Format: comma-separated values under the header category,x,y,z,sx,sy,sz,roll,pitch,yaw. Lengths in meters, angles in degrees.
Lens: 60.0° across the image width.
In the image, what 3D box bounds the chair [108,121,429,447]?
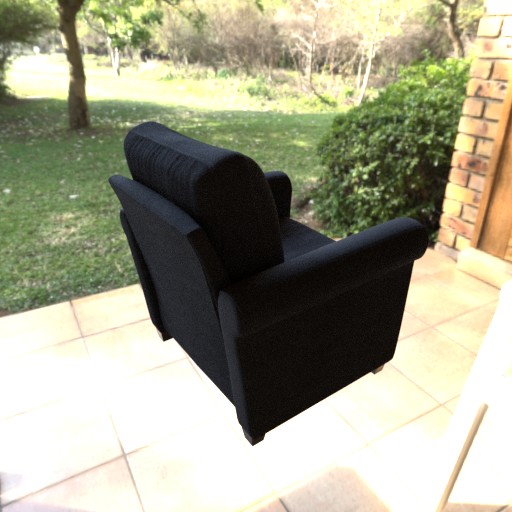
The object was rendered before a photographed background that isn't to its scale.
category,x,y,z,sx,sy,sz,roll,pitch,yaw
chair,0.000,0.000,1.643,0.828,0.942,0.867,-18,32,-31
